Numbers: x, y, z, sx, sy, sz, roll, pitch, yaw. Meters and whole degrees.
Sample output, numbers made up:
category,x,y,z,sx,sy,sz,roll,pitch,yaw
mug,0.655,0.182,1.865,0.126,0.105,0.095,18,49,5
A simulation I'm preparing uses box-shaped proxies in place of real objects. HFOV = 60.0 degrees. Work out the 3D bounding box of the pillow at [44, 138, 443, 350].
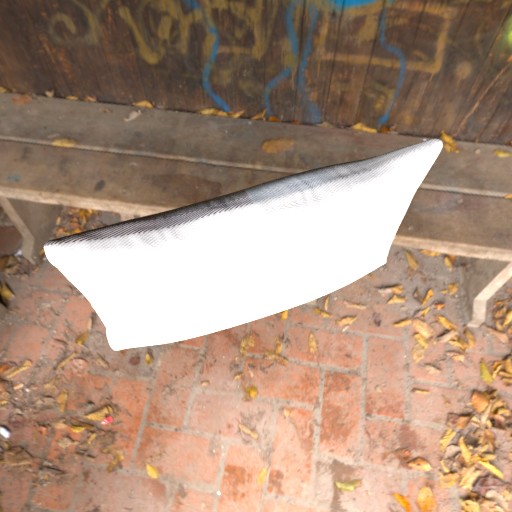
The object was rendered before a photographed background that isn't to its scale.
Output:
category,x,y,z,sx,sy,sz,roll,pitch,yaw
pillow,0.000,0.000,0.648,0.506,0.305,0.139,-17,60,-10
